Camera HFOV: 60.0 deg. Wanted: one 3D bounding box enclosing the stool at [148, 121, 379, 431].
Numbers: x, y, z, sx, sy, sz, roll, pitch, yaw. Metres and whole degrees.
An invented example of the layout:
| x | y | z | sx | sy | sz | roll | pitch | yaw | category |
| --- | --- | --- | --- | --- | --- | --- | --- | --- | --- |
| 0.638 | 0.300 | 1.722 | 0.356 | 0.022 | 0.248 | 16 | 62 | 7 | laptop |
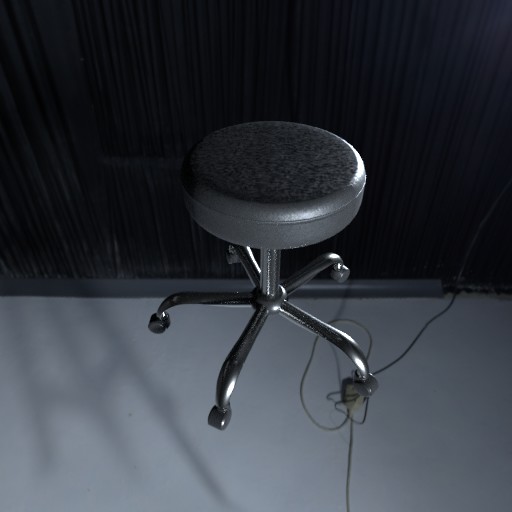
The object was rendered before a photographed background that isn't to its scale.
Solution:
| x | y | z | sx | sy | sz | roll | pitch | yaw | category |
| --- | --- | --- | --- | --- | --- | --- | --- | --- | --- |
| 0.000 | 0.000 | 1.152 | 0.638 | 0.576 | 0.673 | 0 | 41 | 0 | stool |
